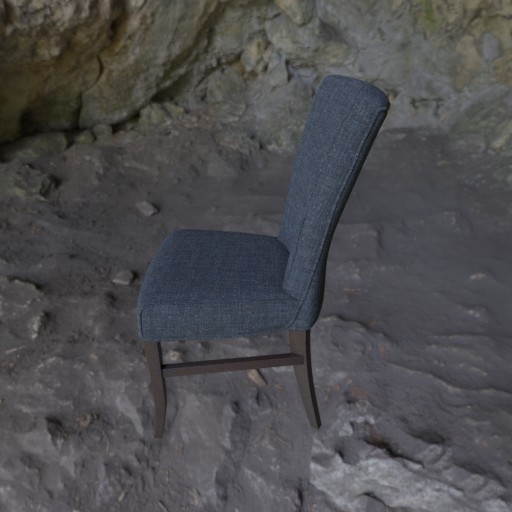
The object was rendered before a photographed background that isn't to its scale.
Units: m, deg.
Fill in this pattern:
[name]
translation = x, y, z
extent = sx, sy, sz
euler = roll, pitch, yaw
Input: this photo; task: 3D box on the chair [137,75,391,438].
[chair]
translation = 0.000, 0.000, 1.343
extent = 0.660, 0.991, 0.520
euler = 0, 26, 0
